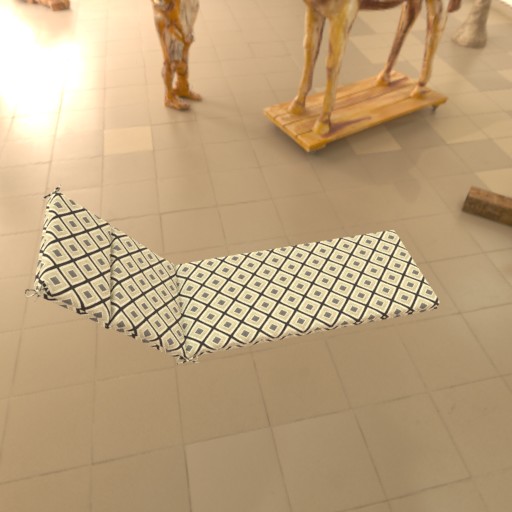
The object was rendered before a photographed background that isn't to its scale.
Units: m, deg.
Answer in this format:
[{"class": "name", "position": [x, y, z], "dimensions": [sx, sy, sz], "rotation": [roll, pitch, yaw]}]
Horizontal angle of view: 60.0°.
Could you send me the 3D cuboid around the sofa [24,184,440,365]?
[{"class": "sofa", "position": [0.000, 0.000, 1.941], "dimensions": [1.663, 0.622, 0.582], "rotation": [-9, 47, -9]}]
